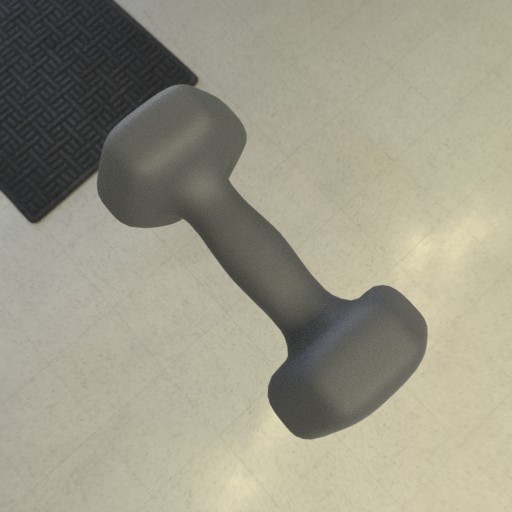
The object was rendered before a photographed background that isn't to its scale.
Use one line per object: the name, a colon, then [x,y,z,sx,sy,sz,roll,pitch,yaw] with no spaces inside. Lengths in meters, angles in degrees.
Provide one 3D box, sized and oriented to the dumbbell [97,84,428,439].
dumbbell: [0.000,0.000,0.302,0.116,0.105,0.240,-39,80,-8]
